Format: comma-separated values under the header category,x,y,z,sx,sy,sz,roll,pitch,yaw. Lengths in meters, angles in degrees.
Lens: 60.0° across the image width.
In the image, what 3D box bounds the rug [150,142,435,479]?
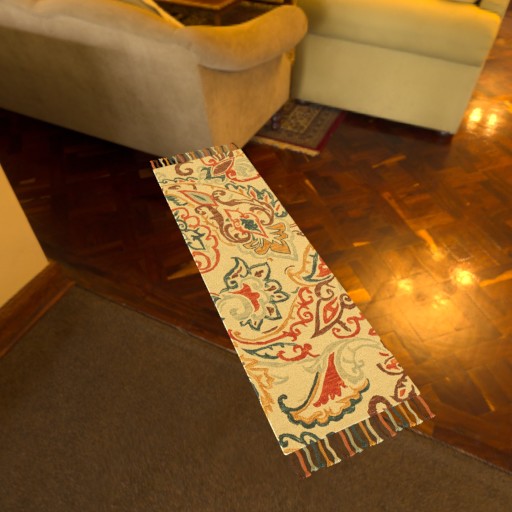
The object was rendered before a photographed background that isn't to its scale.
category,x,y,z,sx,sy,sz,roll,pitch,yaw
rug,0.000,0.000,2.912,0.763,0.015,2.682,-17,48,-16
